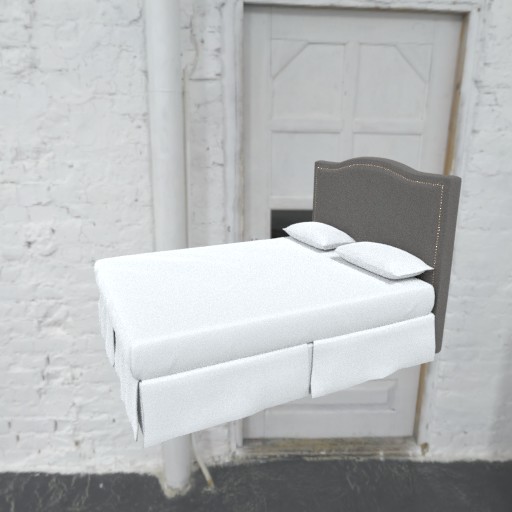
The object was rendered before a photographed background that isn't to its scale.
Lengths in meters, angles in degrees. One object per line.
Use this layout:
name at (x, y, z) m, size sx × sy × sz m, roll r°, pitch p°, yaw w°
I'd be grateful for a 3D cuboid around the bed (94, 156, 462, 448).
bed at (0.000, 0.000, 3.423) m, size 2.282 × 1.436 × 1.821 m, roll -7°, pitch 18°, yaw -24°
